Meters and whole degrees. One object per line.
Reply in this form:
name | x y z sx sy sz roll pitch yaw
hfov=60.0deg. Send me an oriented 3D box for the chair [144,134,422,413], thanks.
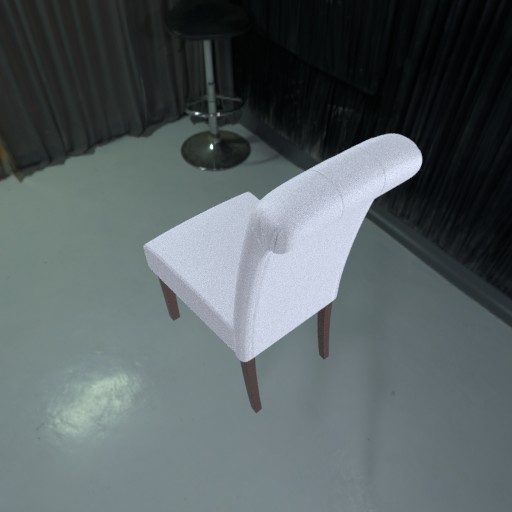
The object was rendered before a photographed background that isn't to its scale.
chair | 0.000 0.000 1.378 0.456 1.006 0.671 -31 55 -25
